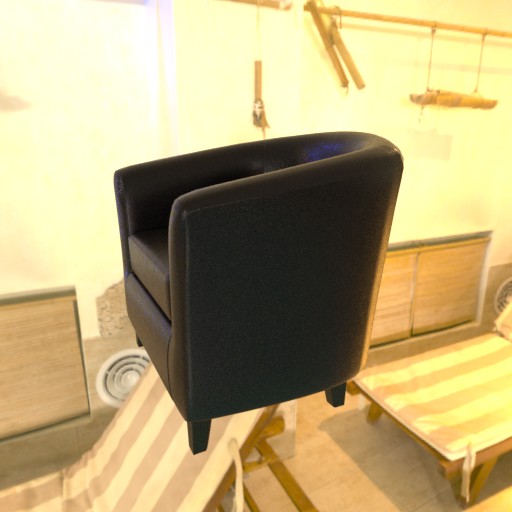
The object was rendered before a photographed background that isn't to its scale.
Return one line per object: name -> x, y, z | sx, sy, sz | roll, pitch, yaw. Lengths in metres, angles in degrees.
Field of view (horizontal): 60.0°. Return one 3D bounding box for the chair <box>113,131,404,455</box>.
chair -> 0.000, 0.000, 1.397 | 0.727, 0.756, 0.793 | -8, 18, -25
